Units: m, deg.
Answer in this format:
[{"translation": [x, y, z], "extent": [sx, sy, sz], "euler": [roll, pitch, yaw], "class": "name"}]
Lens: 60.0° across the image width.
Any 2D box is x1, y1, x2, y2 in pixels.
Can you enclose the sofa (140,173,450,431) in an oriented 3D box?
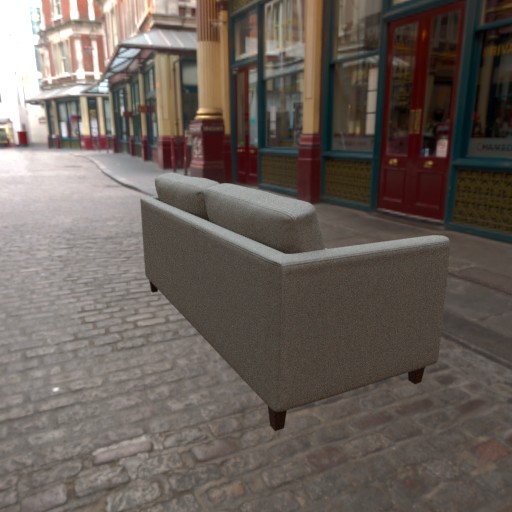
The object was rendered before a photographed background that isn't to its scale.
[{"translation": [0.000, 0.000, 2.822], "extent": [0.956, 0.963, 2.208], "euler": [-7, 16, -26], "class": "sofa"}]
